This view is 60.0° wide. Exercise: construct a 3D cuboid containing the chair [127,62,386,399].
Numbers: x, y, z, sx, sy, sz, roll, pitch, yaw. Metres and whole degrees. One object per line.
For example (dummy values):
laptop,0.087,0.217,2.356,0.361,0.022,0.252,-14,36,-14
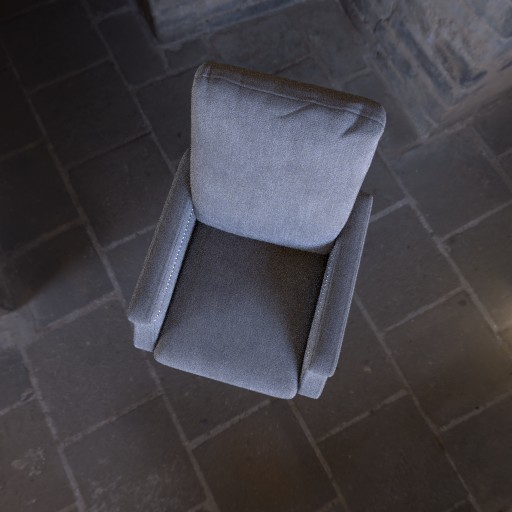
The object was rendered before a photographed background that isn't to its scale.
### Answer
chair,0.000,0.000,1.614,0.710,1.049,0.922,15,77,4
